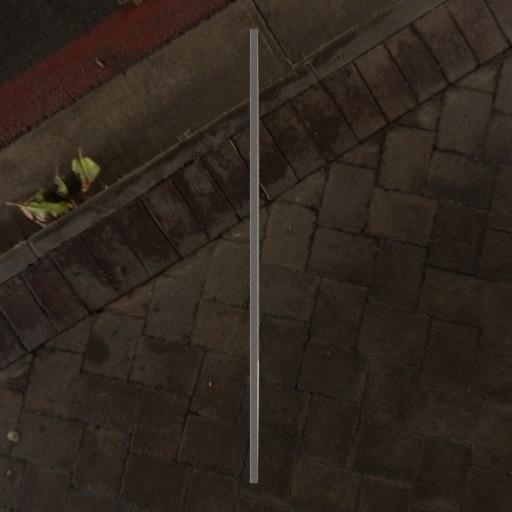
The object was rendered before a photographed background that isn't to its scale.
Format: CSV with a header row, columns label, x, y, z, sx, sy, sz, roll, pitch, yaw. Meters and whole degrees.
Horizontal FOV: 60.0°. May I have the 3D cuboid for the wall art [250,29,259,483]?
label,x,y,z,sx,sy,sz,roll,pitch,yaw
wall art,0.000,0.000,1.198,0.013,0.813,0.812,0,90,1
